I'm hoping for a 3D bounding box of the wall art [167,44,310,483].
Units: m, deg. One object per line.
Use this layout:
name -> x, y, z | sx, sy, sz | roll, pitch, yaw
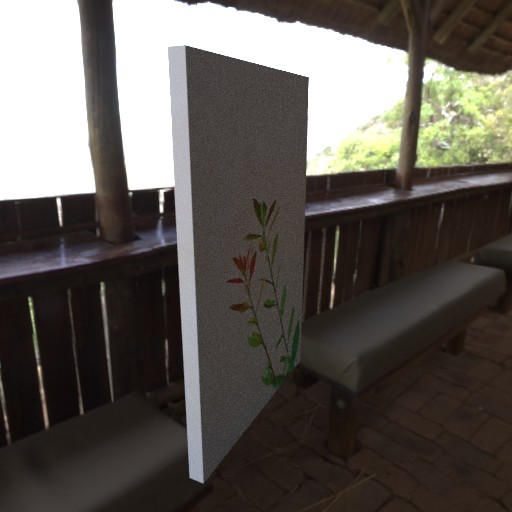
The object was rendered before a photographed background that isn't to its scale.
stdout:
wall art -> 0.000, 0.000, 1.150 | 0.039, 0.915, 0.612 | 8, 19, 25
